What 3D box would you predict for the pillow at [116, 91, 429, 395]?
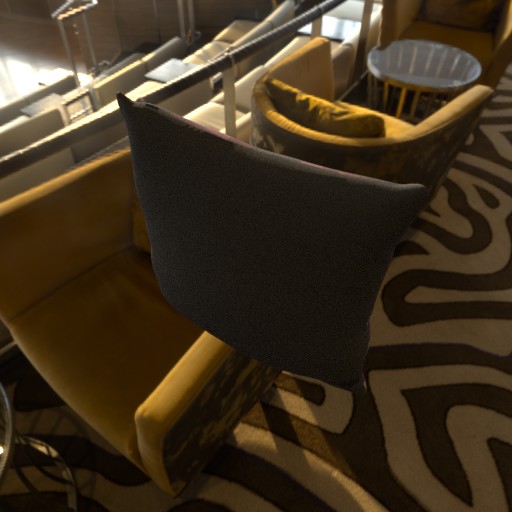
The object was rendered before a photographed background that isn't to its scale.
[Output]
[{"bbox_3d":[0.000,0.000,0.775,0.503,0.496,0.208,24,51,21],"label":"pillow"}]
